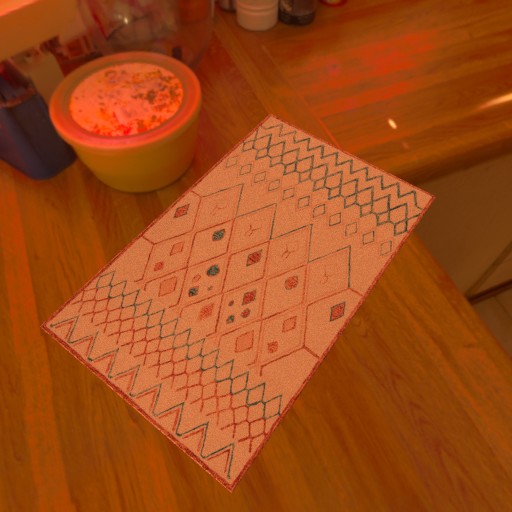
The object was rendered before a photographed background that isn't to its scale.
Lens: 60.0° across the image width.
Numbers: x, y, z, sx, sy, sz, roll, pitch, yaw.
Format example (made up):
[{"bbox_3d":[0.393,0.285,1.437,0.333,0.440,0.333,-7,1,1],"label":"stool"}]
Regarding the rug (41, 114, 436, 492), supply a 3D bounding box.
[{"bbox_3d":[0.000,0.000,3.030,1.524,0.015,2.438,32,63,19],"label":"rug"}]
